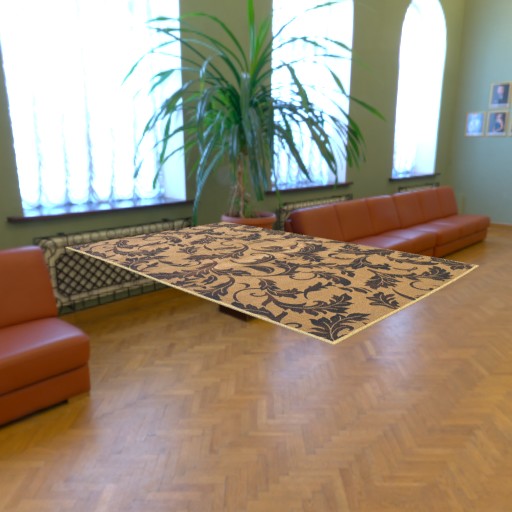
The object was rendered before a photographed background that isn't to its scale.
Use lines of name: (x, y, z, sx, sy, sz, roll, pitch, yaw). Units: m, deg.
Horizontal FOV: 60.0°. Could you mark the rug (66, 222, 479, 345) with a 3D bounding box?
rug: (0.000, 0.000, 2.892, 2.284, 0.008, 1.522, 13, 19, 42)
